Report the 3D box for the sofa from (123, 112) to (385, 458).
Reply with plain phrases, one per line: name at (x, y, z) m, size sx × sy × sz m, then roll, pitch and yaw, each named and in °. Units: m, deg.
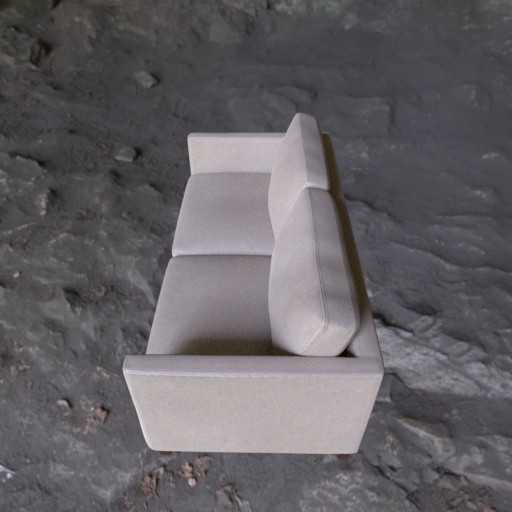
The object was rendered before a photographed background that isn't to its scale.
sofa at (0.000, 0.000, 2.380) m, size 0.950 × 0.940 × 1.846 m, roll 1°, pitch 42°, yaw 1°
